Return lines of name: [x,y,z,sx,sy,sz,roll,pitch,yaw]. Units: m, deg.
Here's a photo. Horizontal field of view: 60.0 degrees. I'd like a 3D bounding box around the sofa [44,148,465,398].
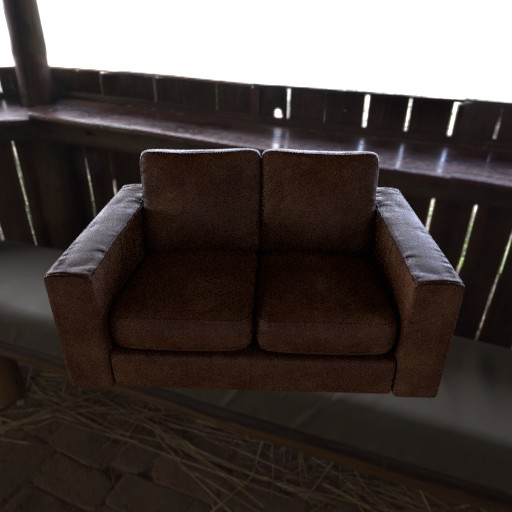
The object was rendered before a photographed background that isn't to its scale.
sofa: [0.000,0.000,2.207,1.626,0.889,1.041,1,29,2]
